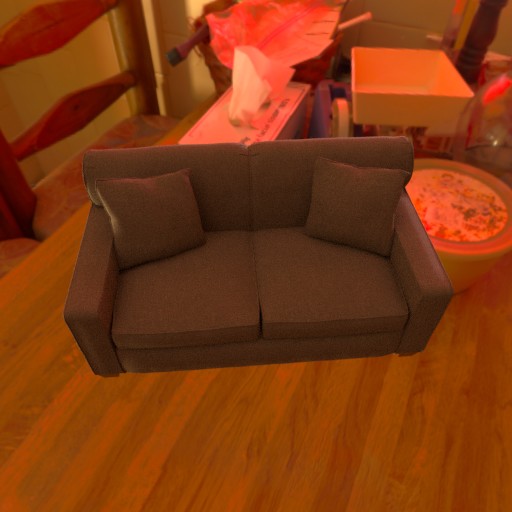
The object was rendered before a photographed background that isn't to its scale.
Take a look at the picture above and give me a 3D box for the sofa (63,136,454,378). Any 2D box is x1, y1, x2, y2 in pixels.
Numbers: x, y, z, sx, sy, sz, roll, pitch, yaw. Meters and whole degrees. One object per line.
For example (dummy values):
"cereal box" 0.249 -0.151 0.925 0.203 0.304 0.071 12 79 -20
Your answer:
"sofa" 0.000 0.000 2.480 1.846 0.958 1.000 -3 47 -3
